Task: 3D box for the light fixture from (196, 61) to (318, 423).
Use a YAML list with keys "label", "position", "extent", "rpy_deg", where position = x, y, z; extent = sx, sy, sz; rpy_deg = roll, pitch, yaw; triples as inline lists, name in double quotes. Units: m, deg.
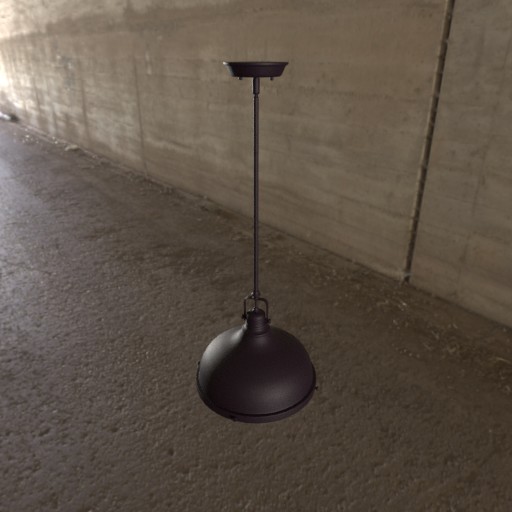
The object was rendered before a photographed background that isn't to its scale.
- label: "light fixture"
  position: [0.000, 0.000, 1.059]
  extent: [0.341, 0.849, 0.341]
  rpy_deg: [8, 26, 16]
